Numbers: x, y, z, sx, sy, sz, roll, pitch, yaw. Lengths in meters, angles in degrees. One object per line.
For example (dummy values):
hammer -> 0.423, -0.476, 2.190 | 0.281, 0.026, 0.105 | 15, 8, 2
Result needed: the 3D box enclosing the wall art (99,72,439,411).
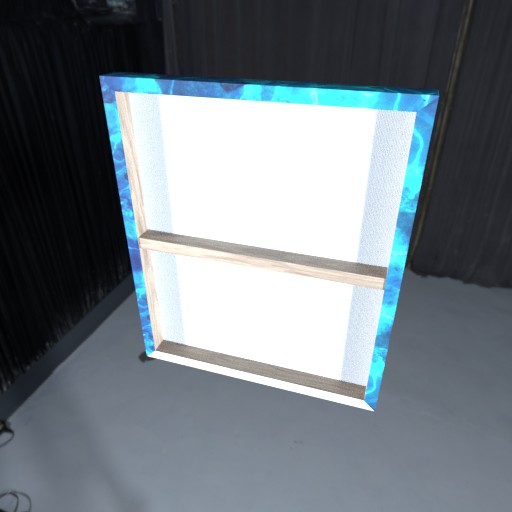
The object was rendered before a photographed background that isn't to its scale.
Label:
wall art -> 0.000, 0.000, 0.686 | 0.432, 0.508, 0.038 | 9, 32, 15
